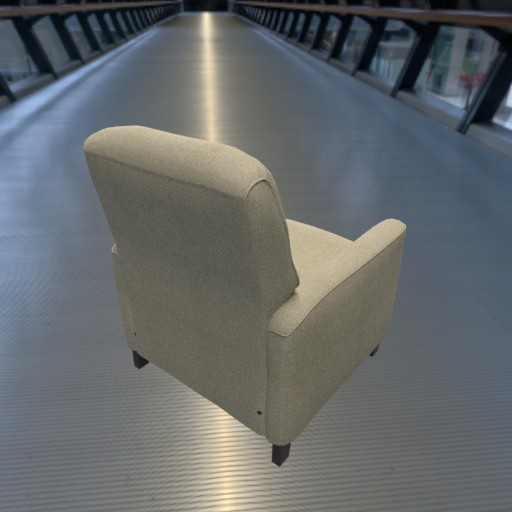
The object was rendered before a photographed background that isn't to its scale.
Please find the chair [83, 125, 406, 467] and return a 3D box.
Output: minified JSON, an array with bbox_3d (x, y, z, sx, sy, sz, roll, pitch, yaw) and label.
[{"bbox_3d":[0.000,0.000,1.621,0.850,1.006,0.853,21,35,33],"label":"chair"}]
